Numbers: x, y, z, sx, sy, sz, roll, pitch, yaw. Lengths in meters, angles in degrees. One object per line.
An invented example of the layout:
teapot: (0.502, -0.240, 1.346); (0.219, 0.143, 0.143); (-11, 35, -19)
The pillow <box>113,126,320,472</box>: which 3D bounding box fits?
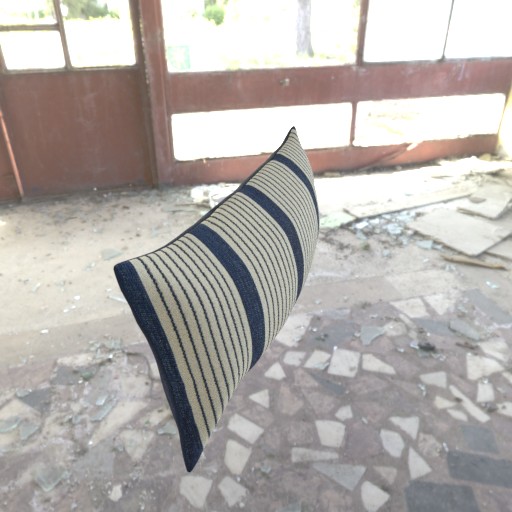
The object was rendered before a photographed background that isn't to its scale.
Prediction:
pillow: (0.000, 0.000, 0.734); (0.156, 0.292, 0.608); (11, 32, 18)
